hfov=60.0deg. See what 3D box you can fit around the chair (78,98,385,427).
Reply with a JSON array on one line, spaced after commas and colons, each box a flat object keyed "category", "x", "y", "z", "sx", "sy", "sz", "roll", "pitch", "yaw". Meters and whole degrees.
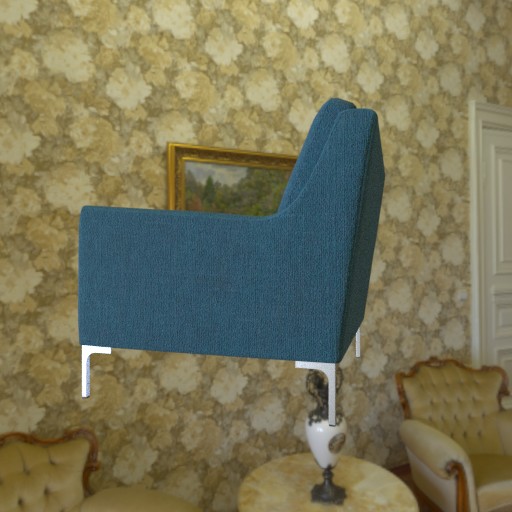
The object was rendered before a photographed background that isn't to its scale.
[{"category": "chair", "x": 0.000, "y": 0.000, "z": 1.545, "sx": 0.849, "sy": 0.828, "sz": 0.847, "roll": 0, "pitch": 0, "yaw": 18}]
